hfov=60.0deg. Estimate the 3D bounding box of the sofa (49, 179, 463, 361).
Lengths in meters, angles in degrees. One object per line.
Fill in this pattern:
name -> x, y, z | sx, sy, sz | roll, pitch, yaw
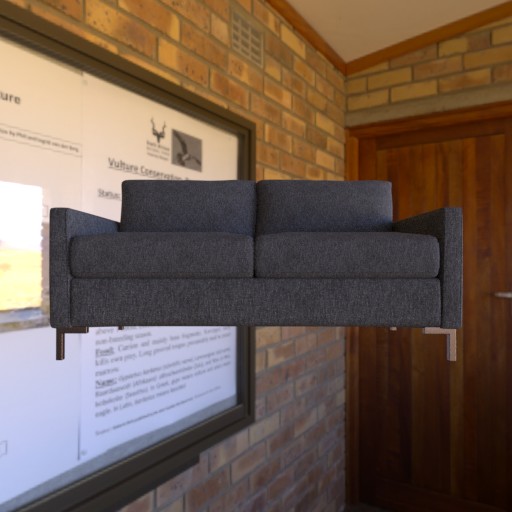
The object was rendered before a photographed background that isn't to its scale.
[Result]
sofa -> 0.000, 0.000, 2.209 | 1.716, 0.862, 0.866 | 0, -1, 1
